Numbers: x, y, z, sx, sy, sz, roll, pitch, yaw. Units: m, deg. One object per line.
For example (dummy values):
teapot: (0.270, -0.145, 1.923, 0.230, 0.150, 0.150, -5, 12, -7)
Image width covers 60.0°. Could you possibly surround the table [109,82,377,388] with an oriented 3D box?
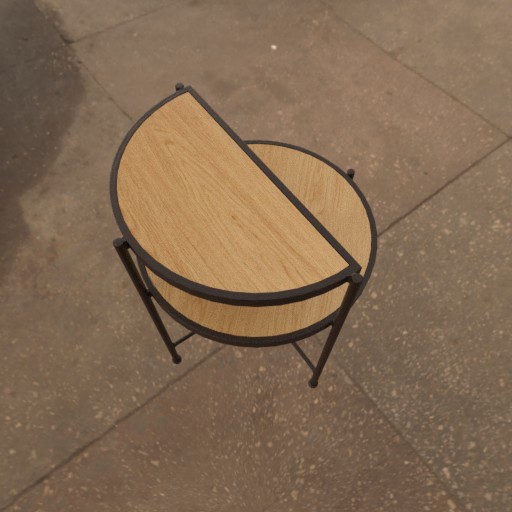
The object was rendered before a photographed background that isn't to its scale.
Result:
table: (0.000, 0.000, 1.168, 0.628, 0.684, 0.629, -31, 64, -17)
